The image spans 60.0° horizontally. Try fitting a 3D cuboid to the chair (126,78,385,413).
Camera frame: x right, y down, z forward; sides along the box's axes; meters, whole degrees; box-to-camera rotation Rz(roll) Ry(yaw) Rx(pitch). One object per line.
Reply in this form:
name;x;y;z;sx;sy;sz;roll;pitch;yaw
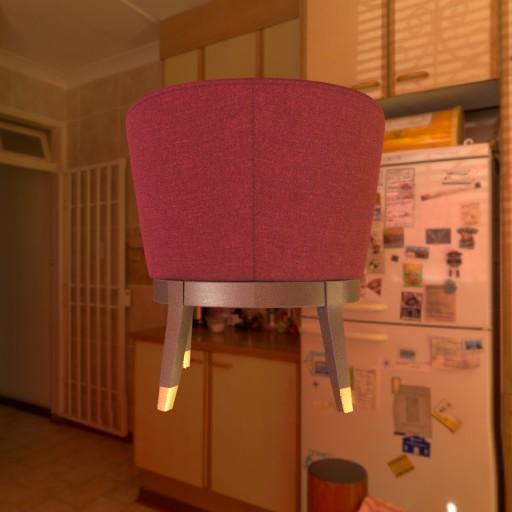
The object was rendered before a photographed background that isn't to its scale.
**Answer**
chair;0.000;0.000;1.262;0.700;0.760;0.660;0;0;1
